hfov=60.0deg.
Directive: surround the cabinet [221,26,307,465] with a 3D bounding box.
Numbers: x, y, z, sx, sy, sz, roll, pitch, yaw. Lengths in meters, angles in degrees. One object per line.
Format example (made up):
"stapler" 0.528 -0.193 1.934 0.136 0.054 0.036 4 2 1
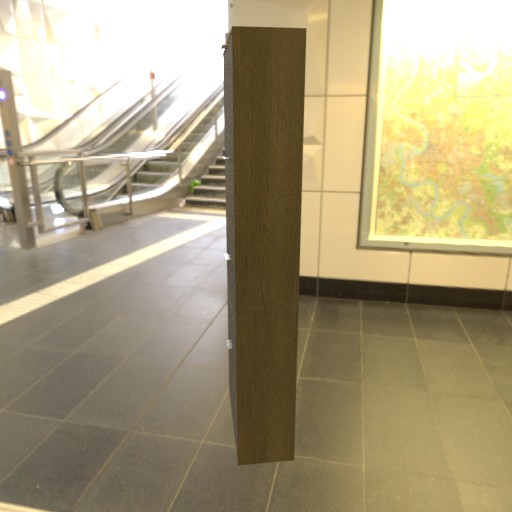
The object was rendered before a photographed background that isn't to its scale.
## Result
"cabinet" 0.000 0.000 1.851 0.255 1.630 0.520 -2 16 -7
